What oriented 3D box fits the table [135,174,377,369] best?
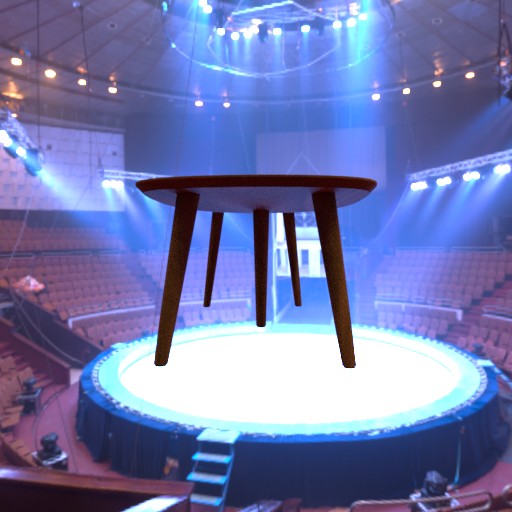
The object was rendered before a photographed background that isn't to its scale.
[{"bbox_3d":[0.000,0.000,1.353,0.527,0.429,1.084,0,1,0],"label":"table"}]
